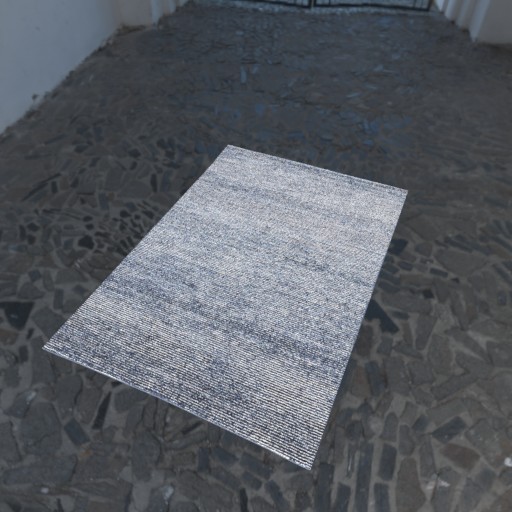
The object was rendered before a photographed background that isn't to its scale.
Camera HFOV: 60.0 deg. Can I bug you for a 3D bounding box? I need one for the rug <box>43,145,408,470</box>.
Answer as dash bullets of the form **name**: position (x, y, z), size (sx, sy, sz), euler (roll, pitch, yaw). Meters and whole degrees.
- **rug**: position (0.000, 0.000, 3.042), size (1.624, 0.030, 2.349), euler (18, 49, 17)
